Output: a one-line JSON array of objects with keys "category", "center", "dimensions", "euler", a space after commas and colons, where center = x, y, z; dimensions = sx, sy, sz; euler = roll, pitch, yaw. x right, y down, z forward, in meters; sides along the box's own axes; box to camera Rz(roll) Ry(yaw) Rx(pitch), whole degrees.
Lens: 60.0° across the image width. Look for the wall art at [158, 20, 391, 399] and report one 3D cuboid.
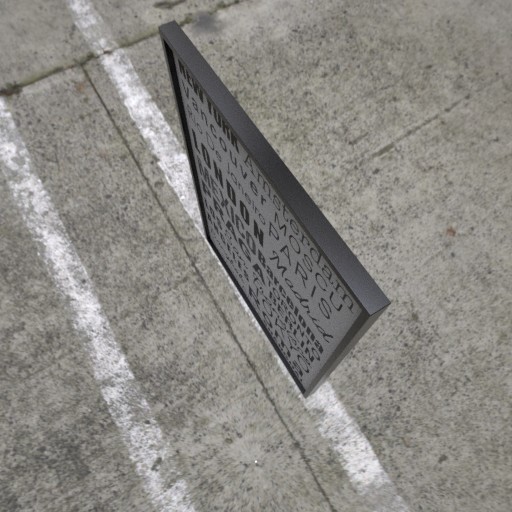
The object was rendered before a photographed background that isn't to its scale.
[{"category": "wall art", "center": [0.000, 0.000, 1.334], "dimensions": [0.043, 1.046, 0.788], "euler": [-29, 68, -12]}]
